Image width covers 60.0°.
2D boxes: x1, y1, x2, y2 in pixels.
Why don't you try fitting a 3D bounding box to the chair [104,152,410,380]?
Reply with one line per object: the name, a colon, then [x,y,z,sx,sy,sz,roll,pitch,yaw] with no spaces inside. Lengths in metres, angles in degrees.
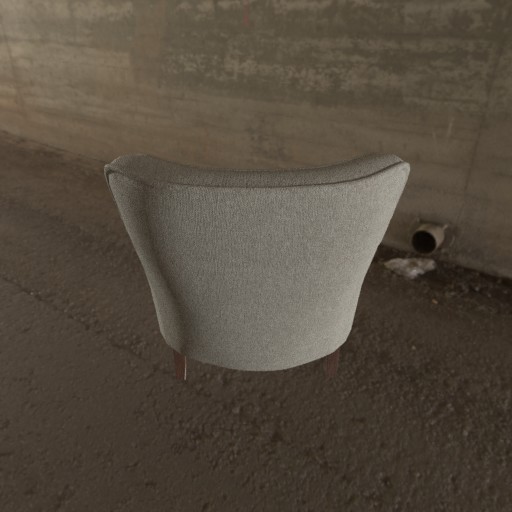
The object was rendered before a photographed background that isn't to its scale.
chair: [0.000,0.000,1.618,0.820,0.920,0.910,-1,29,-1]
